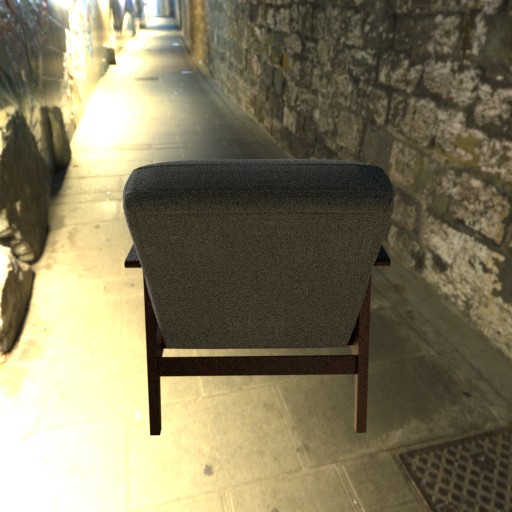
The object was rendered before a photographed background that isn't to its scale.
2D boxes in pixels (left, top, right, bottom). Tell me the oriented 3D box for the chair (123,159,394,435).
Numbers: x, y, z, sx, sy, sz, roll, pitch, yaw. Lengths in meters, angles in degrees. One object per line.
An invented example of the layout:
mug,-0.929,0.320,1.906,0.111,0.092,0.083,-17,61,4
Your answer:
chair,0.000,0.000,1.479,0.704,0.847,0.858,0,30,-1
